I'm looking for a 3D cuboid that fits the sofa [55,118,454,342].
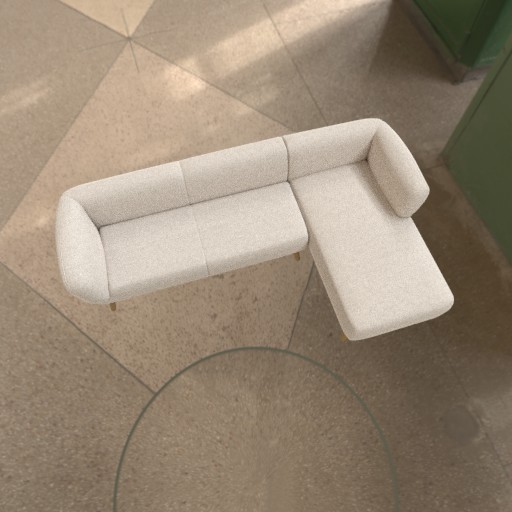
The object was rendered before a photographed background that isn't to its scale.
[{"bbox_3d":[0.000,0.000,3.321,2.660,0.730,1.610,-15,64,-8],"label":"sofa"}]
